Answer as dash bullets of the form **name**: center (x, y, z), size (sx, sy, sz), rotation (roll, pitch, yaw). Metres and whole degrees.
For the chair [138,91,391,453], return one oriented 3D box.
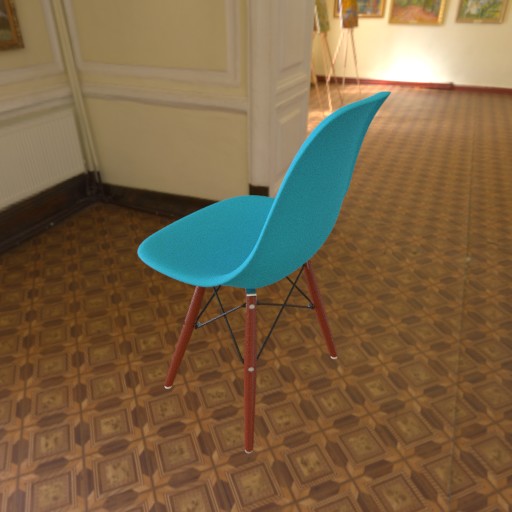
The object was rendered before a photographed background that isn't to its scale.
- **chair**: center (0.000, 0.000, 1.109), size (0.533, 0.826, 0.470), rotation (21, 37, 31)
